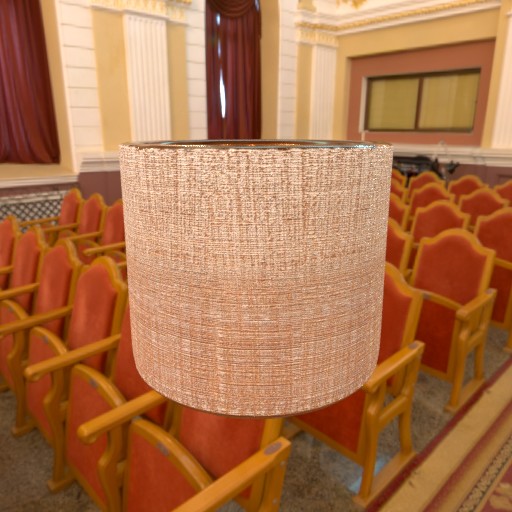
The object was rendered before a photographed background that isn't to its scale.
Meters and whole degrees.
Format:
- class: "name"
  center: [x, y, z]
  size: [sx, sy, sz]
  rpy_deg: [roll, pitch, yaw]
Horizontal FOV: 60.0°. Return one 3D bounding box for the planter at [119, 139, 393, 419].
- class: "planter"
  center: [0.000, 0.000, 0.314]
  size: [0.177, 0.157, 0.177]
  rpy_deg: [0, 16, 0]
